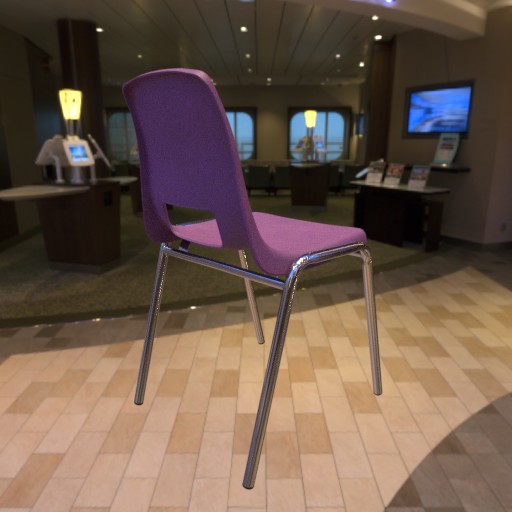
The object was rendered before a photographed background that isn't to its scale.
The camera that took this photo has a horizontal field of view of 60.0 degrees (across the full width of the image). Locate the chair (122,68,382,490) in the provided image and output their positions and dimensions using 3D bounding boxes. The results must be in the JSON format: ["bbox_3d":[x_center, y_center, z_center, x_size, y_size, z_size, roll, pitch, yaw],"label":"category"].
[{"bbox_3d":[0.000,0.000,0.889,0.381,0.654,0.432,14,21,42],"label":"chair"}]
